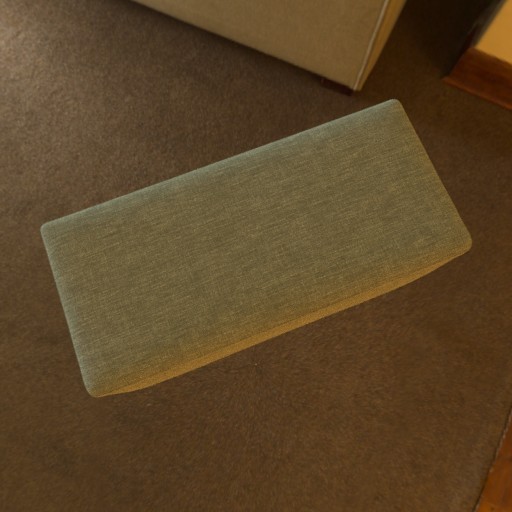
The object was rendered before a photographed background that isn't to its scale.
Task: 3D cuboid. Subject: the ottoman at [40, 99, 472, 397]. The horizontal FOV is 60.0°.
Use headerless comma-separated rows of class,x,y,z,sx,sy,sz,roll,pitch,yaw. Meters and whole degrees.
ottoman,0.000,0.000,1.157,0.902,0.432,0.419,-21,77,-5
